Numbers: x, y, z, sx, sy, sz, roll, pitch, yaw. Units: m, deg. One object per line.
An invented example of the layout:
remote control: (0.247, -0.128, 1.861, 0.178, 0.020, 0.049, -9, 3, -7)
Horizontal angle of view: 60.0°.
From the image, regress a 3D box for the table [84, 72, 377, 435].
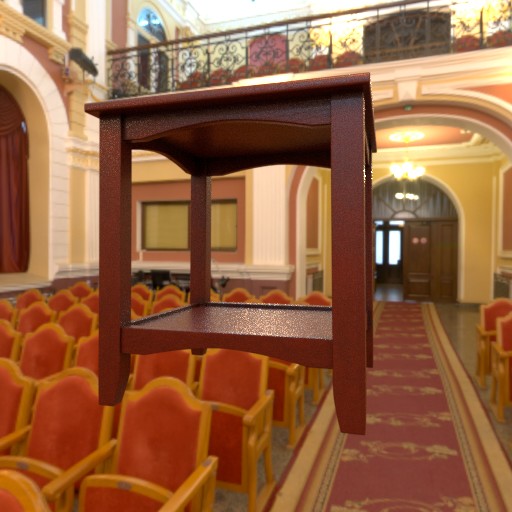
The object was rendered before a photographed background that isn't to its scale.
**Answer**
table: (0.000, 0.000, 0.975, 0.523, 0.558, 0.522, 0, 1, 19)
